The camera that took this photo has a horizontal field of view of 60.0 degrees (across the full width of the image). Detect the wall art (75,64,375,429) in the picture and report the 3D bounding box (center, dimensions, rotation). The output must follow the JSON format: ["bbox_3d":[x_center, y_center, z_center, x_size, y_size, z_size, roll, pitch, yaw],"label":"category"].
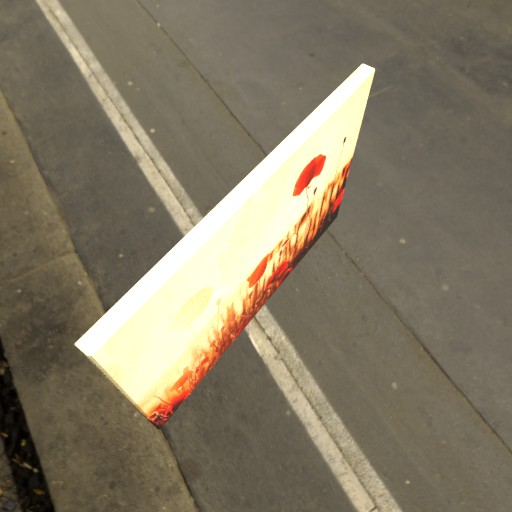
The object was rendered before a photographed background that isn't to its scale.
[{"bbox_3d":[0.000,0.000,1.156,0.038,0.602,0.918,33,64,19],"label":"wall art"}]
